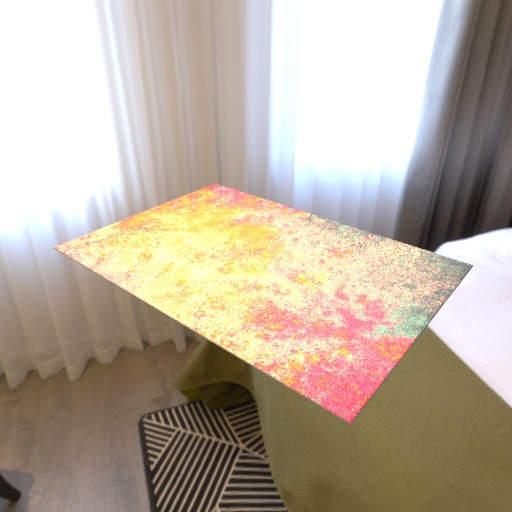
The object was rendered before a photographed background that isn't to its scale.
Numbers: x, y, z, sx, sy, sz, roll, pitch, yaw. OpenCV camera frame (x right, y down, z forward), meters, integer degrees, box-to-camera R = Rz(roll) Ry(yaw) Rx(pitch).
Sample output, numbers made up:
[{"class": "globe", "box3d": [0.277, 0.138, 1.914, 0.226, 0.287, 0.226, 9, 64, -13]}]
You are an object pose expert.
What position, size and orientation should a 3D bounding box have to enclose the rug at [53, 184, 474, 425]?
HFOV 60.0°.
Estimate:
[{"class": "rug", "box3d": [0.000, 0.000, 3.694, 2.896, 0.013, 2.007, 22, 37, 33]}]
